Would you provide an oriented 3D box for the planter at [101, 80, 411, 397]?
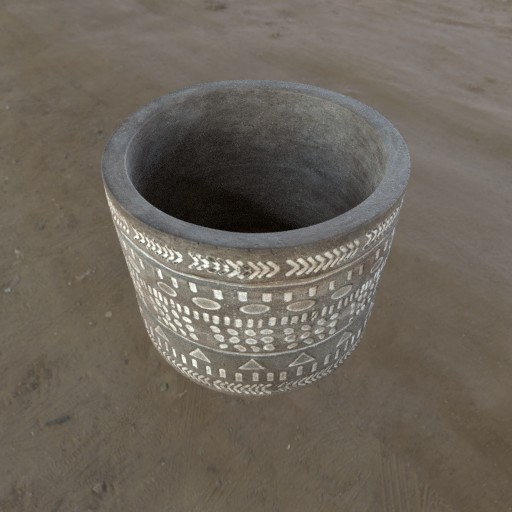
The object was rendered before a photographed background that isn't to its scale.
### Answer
[{"bbox_3d":[0.000,0.000,0.222,0.122,0.128,0.122,0,45,0],"label":"planter"}]
